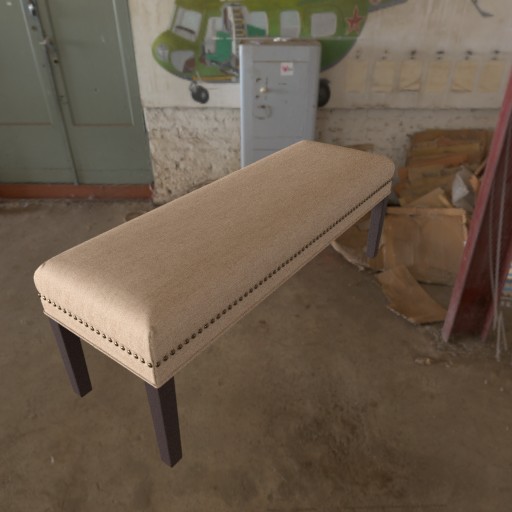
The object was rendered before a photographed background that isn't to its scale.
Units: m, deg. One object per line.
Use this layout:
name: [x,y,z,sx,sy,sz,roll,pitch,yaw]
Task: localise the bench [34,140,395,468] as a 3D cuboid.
bench: [0.000,0.000,1.439,0.410,0.457,1.219,21,37,30]
